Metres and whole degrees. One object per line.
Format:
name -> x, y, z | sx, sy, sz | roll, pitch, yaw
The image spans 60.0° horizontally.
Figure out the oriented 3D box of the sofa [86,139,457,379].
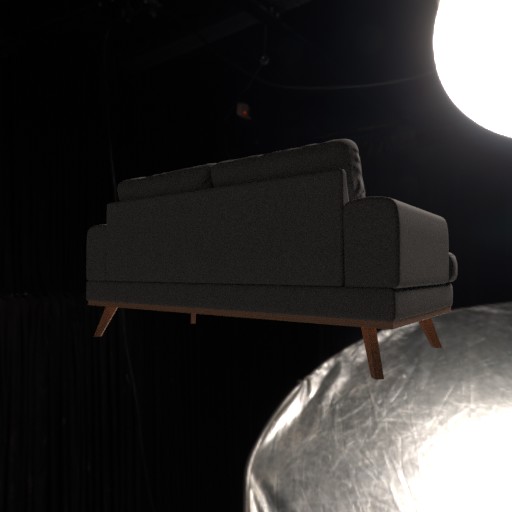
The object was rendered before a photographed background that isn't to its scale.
sofa -> 0.000, 0.000, 2.126 | 1.650, 0.810, 0.785 | -1, -2, 37
